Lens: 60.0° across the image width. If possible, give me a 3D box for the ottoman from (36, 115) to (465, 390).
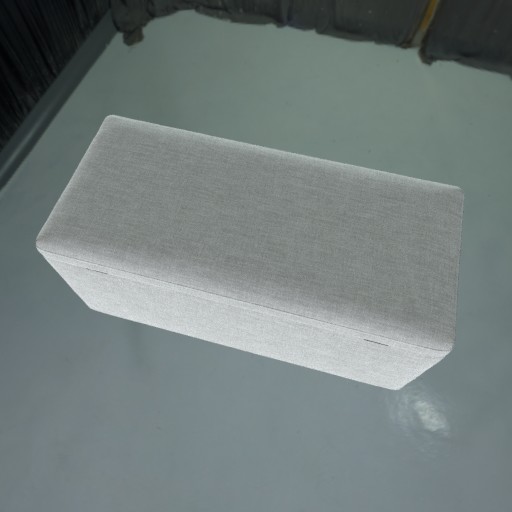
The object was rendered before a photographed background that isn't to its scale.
[{"bbox_3d":[0.000,0.000,1.139,0.902,0.432,0.419,13,63,7],"label":"ottoman"}]
